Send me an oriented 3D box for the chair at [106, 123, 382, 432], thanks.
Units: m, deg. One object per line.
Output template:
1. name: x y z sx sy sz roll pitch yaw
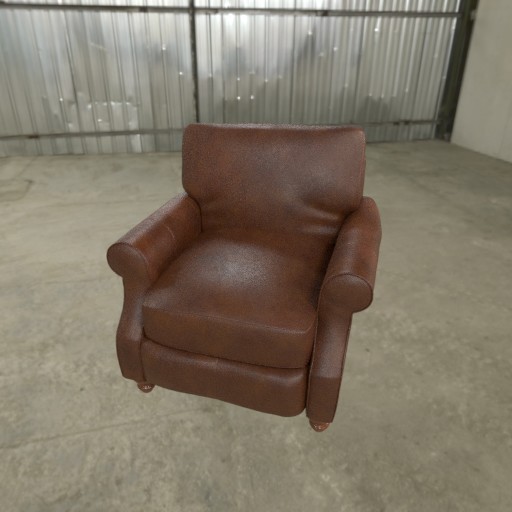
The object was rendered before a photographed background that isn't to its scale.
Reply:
1. chair: 0.000 0.000 1.855 0.989 0.972 0.992 7 28 14
